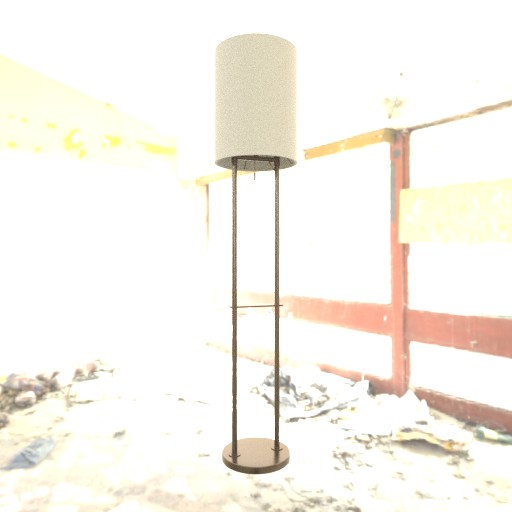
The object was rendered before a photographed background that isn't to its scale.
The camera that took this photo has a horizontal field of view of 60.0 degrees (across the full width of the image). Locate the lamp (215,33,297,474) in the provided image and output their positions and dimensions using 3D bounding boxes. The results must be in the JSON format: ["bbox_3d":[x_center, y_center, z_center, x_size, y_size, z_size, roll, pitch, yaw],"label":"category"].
[{"bbox_3d":[0.000,0.000,1.643,0.306,1.500,0.305,0,0,-19],"label":"lamp"}]
